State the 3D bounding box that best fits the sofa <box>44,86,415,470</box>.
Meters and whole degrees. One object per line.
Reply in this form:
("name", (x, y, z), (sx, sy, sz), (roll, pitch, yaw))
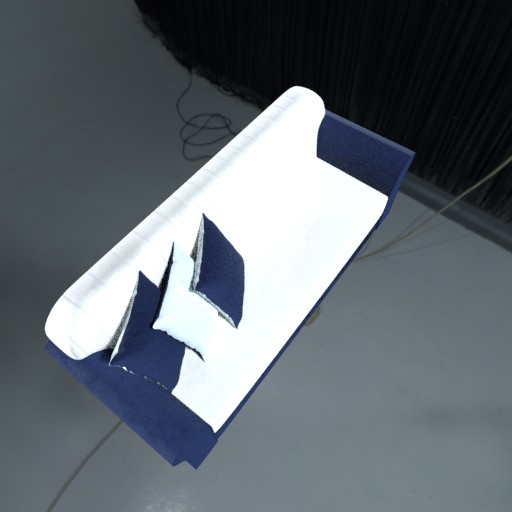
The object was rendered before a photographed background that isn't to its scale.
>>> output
("sofa", (0.000, 0.000, 2.325), (0.749, 0.789, 2.006), (33, 64, 19))
